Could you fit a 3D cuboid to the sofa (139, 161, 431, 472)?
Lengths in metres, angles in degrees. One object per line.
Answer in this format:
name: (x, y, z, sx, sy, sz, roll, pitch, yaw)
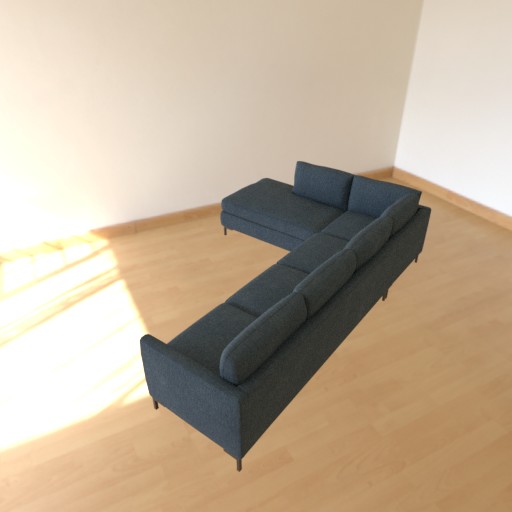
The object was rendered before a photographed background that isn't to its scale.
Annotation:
sofa: (0.000, 0.000, 3.847, 2.007, 0.815, 2.949, 22, 38, 31)
